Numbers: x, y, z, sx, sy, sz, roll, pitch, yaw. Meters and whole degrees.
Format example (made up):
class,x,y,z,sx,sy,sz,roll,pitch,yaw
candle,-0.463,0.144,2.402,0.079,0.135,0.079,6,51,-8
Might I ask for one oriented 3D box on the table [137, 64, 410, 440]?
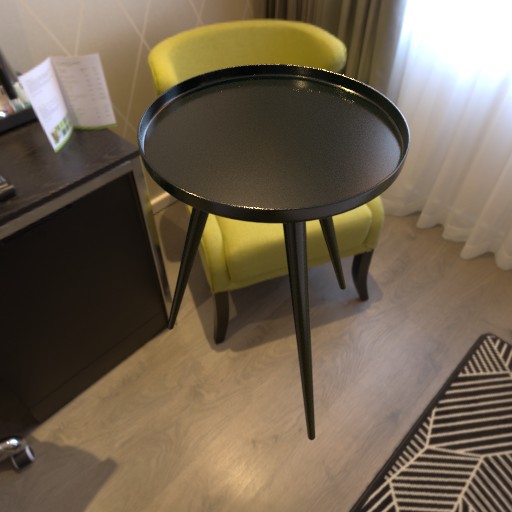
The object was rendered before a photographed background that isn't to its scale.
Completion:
class,x,y,z,sx,sy,sz,roll,pitch,yaw
table,0.000,0.000,0.813,0.415,0.548,0.403,10,48,9
